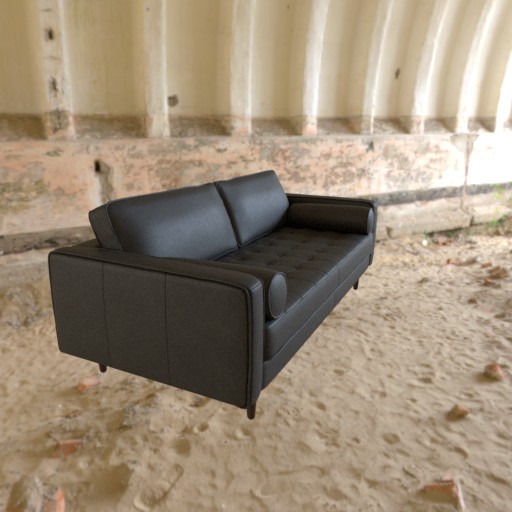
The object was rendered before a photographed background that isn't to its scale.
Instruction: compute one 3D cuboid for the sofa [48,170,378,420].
[{"bbox_3d":[0.000,0.000,2.361,0.921,0.770,1.879,8,18,25],"label":"sofa"}]
